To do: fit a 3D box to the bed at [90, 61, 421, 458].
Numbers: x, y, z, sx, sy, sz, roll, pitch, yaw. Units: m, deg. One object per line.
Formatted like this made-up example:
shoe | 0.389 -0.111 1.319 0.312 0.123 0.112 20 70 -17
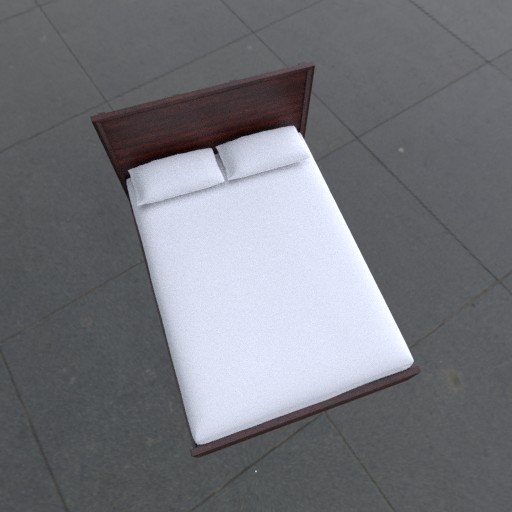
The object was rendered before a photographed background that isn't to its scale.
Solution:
bed | 0.000 0.000 4.018 2.040 1.492 2.803 -17 65 -8
